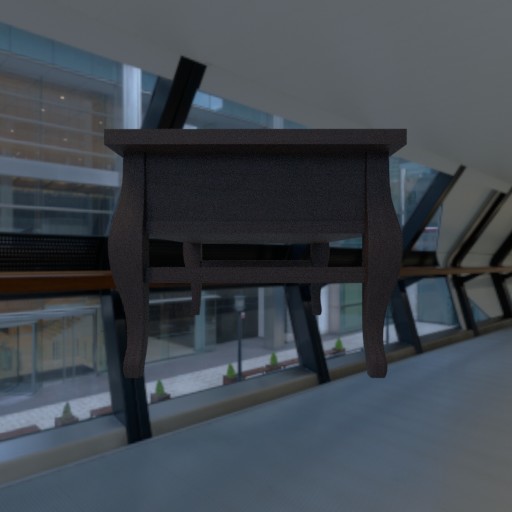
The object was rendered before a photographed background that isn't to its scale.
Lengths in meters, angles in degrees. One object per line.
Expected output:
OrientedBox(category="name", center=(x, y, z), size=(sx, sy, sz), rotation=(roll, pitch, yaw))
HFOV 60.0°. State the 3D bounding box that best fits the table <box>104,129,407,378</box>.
OrientedBox(category="table", center=(0.000, 0.000, 1.384), size=(0.600, 0.494, 1.062), rotation=(0, 0, 0))
